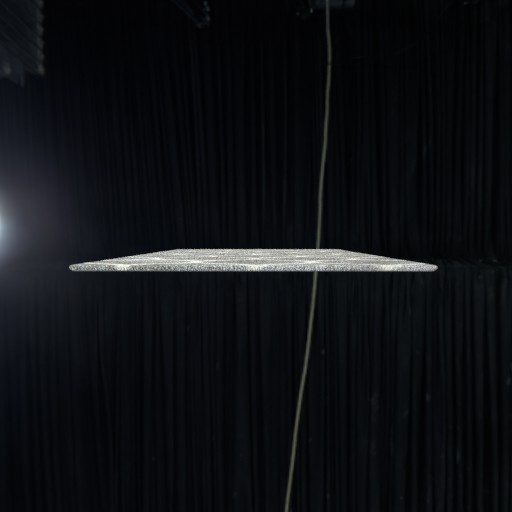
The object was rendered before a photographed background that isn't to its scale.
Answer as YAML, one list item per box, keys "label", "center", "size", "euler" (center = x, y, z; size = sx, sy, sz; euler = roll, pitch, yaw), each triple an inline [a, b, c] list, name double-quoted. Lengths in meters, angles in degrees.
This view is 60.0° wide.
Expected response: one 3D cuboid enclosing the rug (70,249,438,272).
- label: "rug"
  center: [0.000, 0.000, 2.958]
  size: [1.501, 0.025, 2.348]
  euler: [0, 2, 1]
